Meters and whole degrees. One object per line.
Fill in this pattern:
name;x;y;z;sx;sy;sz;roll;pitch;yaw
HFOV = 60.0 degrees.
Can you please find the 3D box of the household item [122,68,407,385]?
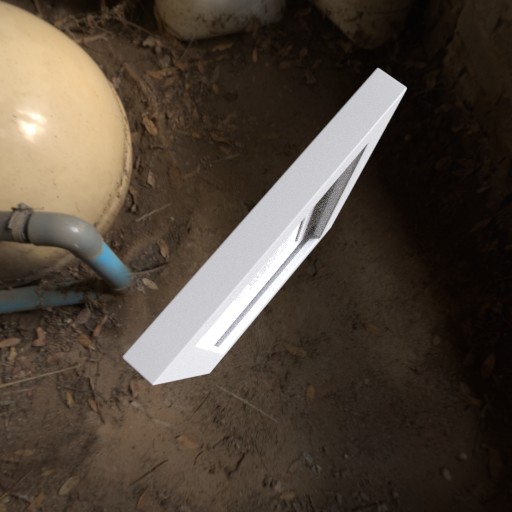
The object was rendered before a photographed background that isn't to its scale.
household item;0.000;0.000;0.344;0.045;0.250;0.200;39;79;9
